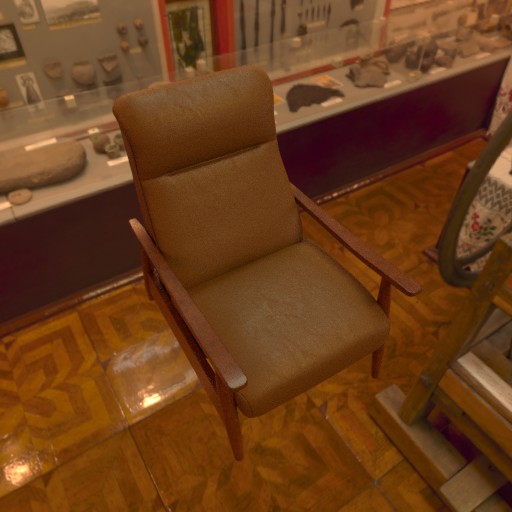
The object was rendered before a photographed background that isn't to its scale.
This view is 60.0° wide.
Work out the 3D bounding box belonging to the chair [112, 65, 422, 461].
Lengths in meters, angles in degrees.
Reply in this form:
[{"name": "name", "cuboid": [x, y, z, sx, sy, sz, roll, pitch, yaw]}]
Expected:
[{"name": "chair", "cuboid": [0.000, 0.000, 1.766, 0.762, 1.082, 1.014, -23, 50, -21]}]
